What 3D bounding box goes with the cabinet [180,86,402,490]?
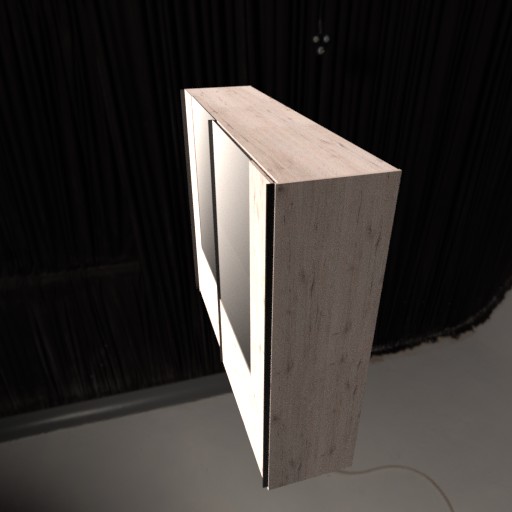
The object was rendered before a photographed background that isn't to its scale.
[{"bbox_3d":[0.000,0.000,3.559,0.660,2.180,2.500,-9,31,-15],"label":"cabinet"}]
